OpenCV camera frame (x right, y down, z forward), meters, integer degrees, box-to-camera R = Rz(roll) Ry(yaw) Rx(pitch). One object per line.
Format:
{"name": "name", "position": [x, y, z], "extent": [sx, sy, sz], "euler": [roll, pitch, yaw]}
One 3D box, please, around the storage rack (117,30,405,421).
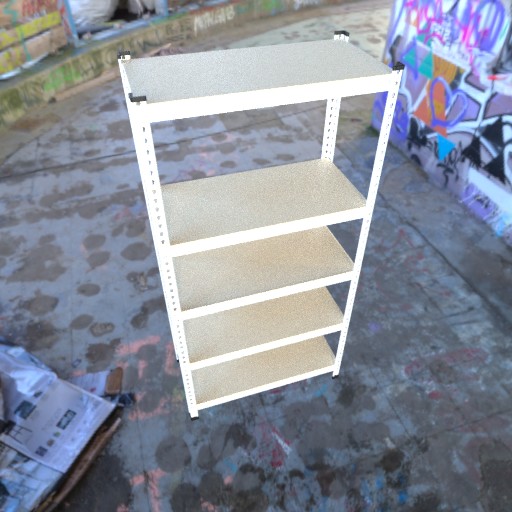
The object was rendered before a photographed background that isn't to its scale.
{"name": "storage rack", "position": [0.000, 0.000, 2.146], "extent": [0.914, 1.829, 0.457], "euler": [-12, 43, -14]}
